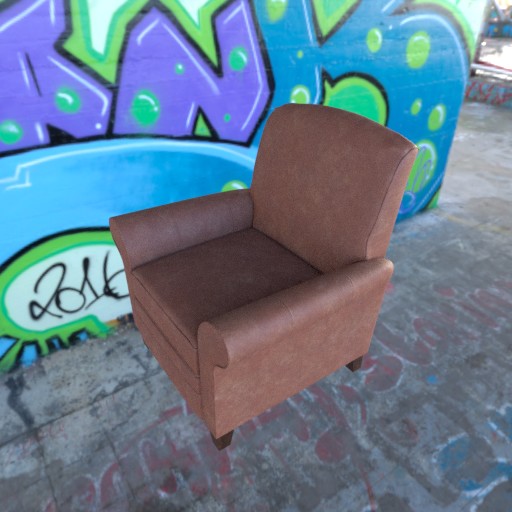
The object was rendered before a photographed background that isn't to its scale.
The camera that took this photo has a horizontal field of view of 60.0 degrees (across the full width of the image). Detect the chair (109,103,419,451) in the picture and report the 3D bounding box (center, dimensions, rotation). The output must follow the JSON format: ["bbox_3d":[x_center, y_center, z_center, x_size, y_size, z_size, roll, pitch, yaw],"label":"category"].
[{"bbox_3d":[0.000,0.000,1.815,0.902,1.061,0.978,-20,37,-29],"label":"chair"}]
